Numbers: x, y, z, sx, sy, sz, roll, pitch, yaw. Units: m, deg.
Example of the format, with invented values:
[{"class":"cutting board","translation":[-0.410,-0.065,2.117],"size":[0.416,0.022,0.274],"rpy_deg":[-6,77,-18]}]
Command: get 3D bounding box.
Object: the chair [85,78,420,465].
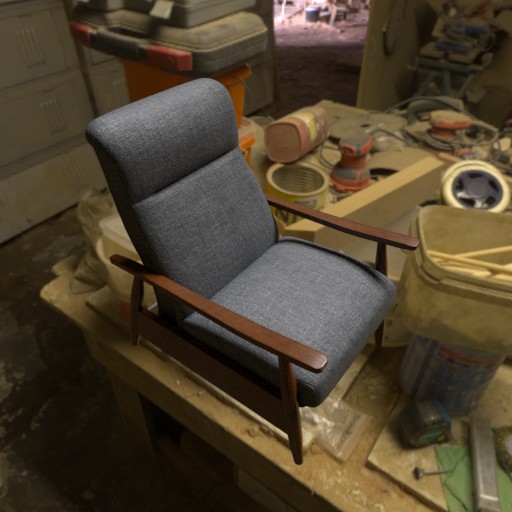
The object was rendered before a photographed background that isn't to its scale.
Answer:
[{"class":"chair","translation":[0.000,0.000,1.772],"size":[1.030,1.082,0.762],"rpy_deg":[26,46,28]}]
